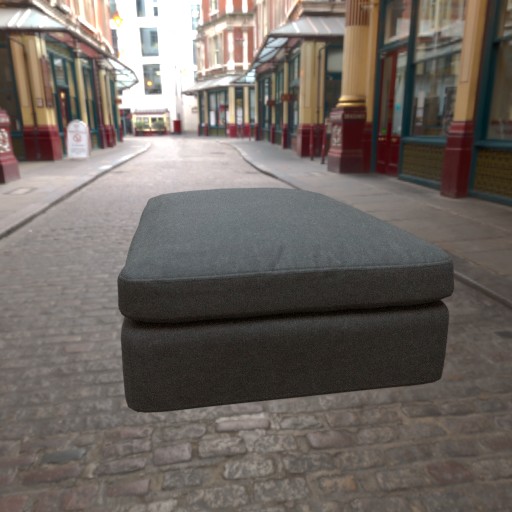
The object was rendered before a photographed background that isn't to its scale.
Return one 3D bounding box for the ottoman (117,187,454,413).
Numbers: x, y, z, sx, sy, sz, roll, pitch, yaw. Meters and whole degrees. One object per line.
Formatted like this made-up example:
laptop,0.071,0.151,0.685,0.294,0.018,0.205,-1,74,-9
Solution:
ottoman,0.000,0.000,1.602,0.840,0.429,1.199,-3,16,-10
